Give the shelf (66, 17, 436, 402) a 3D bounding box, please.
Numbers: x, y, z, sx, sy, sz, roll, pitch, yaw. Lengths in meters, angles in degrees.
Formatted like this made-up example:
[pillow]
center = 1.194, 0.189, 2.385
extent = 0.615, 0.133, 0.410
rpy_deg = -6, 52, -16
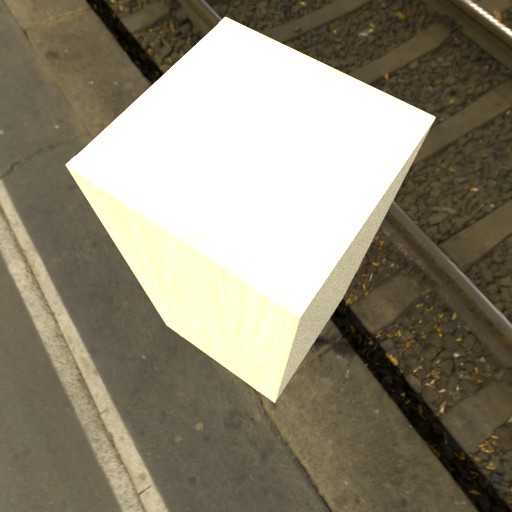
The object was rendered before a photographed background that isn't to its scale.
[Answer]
[shelf]
center = 0.000, 0.000, 0.756
extent = 0.297, 0.594, 0.290
rpy_deg = 32, 69, 14
